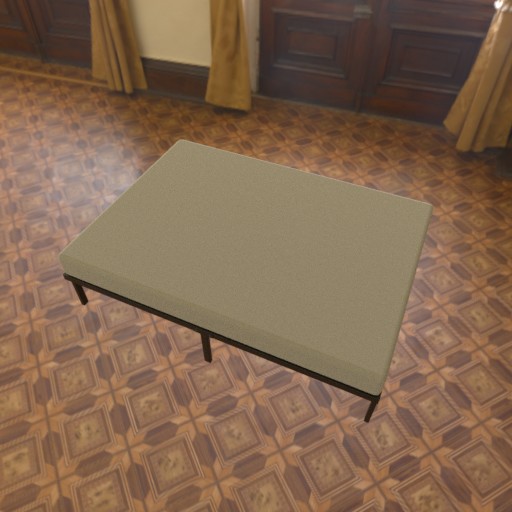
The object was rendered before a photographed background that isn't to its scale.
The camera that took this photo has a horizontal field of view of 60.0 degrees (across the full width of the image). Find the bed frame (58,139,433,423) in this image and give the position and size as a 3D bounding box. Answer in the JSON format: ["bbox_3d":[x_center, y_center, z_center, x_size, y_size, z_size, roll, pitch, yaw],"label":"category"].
[{"bbox_3d":[0.000,0.000,3.935,2.842,0.680,2.205,24,51,21],"label":"bed frame"}]
